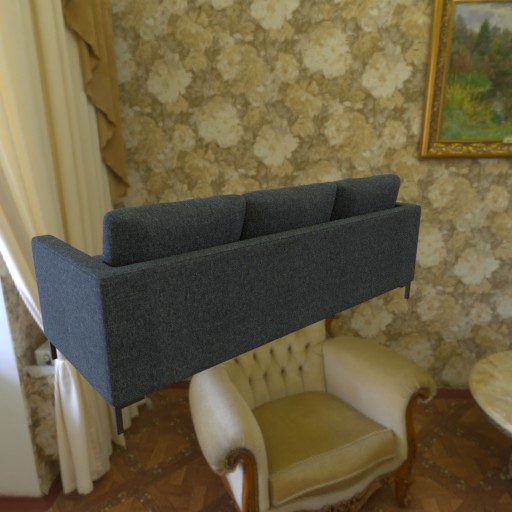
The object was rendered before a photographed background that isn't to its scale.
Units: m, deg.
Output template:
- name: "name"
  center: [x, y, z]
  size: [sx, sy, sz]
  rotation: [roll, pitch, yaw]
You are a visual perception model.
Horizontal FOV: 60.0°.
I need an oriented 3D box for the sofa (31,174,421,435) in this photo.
- name: "sofa"
  center: [0.000, 0.000, 2.618]
  size: [2.218, 0.874, 0.859]
  rotation: [-14, 22, -39]
